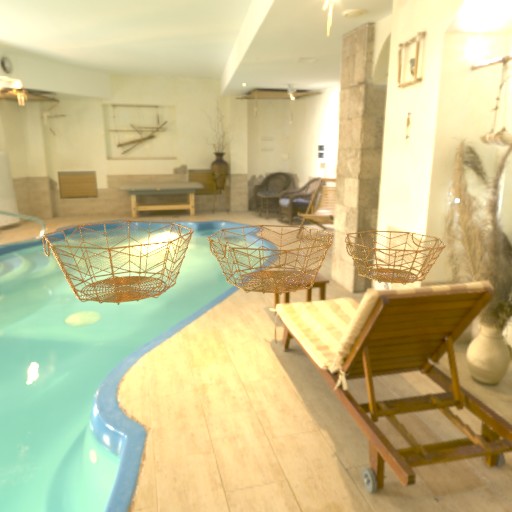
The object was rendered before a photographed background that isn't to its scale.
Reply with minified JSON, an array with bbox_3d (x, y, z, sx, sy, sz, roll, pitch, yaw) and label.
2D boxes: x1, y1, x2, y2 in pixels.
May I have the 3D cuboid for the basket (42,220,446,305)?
[{"bbox_3d":[0.000,0.000,1.397,1.245,0.178,0.432,-2,14,-9],"label":"basket"}]
